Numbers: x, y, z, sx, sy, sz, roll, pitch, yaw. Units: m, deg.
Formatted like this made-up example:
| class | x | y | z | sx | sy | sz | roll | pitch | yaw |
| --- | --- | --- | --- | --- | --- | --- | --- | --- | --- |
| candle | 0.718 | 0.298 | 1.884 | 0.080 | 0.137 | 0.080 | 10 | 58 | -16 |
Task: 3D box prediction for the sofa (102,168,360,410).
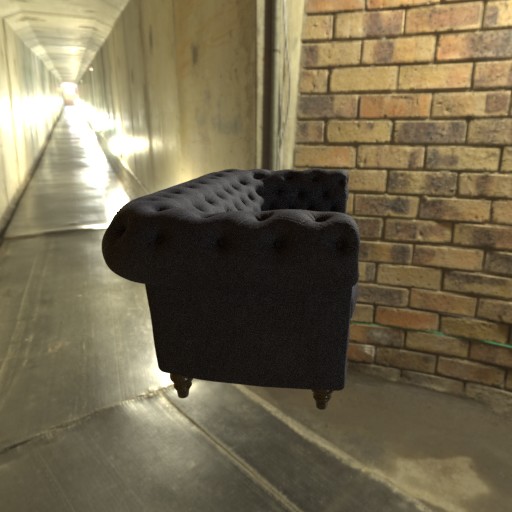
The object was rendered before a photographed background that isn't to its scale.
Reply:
| class | x | y | z | sx | sy | sz | roll | pitch | yaw |
| --- | --- | --- | --- | --- | --- | --- | --- | --- | --- |
| sofa | 0.000 | 0.000 | 2.478 | 1.082 | 0.833 | 1.988 | 3 | 16 | 10 |
